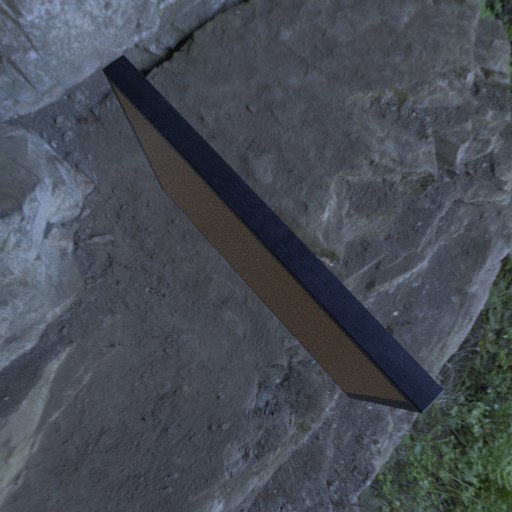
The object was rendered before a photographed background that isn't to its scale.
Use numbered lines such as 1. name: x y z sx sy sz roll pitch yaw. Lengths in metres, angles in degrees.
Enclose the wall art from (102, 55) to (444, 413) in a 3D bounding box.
1. wall art: 0.000 0.000 0.759 0.038 0.409 0.610 -40 78 -10
